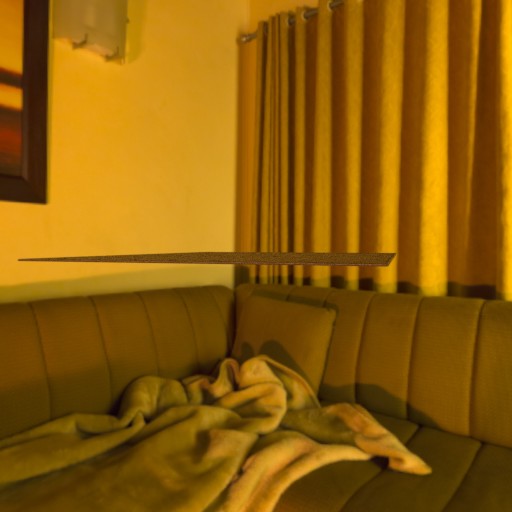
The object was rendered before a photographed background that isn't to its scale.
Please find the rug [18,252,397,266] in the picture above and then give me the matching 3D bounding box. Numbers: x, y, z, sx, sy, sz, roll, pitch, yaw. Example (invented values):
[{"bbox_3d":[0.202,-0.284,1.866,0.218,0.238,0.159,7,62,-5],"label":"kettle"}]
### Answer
[{"bbox_3d":[0.000,0.000,4.098,2.441,0.016,3.050,0,2,18],"label":"rug"}]
